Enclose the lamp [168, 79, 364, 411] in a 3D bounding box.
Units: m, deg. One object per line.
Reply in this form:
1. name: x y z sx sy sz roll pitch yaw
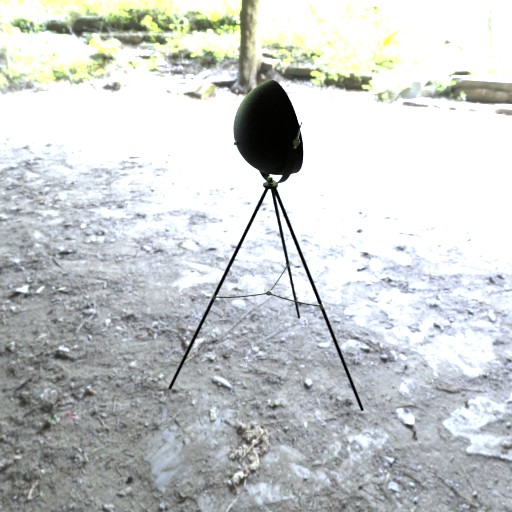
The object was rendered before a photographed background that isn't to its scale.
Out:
1. lamp: 0.000 0.000 2.046 0.920 1.512 0.817 -10 30 -18
